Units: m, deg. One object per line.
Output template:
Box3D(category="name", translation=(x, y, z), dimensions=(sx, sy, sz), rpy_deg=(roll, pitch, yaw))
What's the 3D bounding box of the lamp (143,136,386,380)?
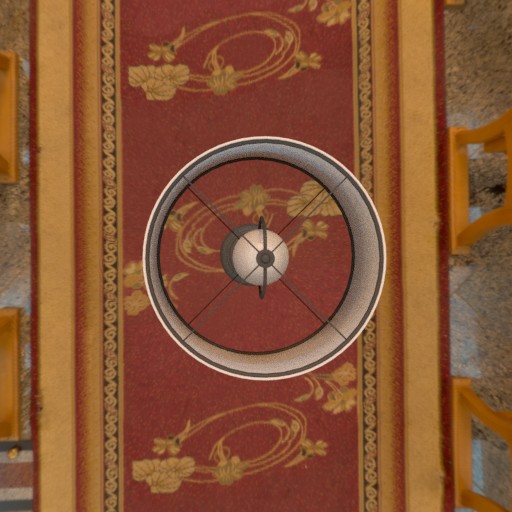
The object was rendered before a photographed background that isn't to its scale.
Box3D(category="lamp", translation=(0.000, 0.000, 0.707), dimensions=(0.310, 0.501, 0.310), rpy_deg=(0, 91, -2))
